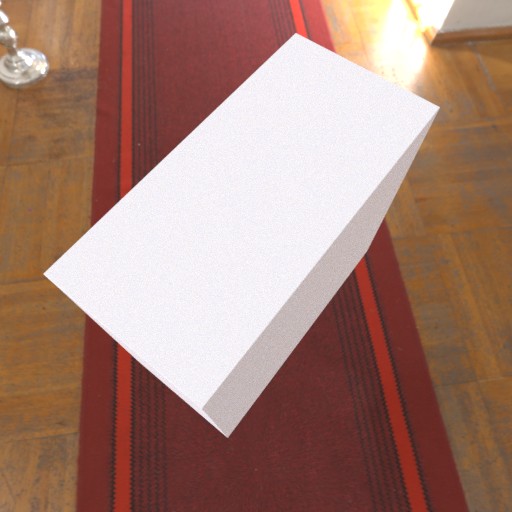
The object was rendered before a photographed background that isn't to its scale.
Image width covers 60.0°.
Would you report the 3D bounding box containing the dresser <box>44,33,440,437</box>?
[{"bbox_3d":[0.000,0.000,1.258,0.420,0.740,0.830,35,69,15],"label":"dresser"}]
